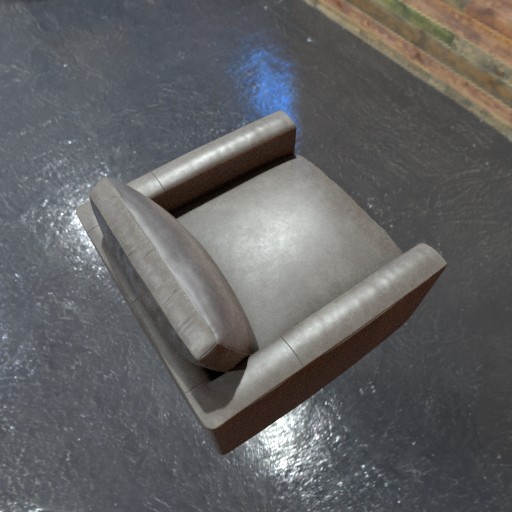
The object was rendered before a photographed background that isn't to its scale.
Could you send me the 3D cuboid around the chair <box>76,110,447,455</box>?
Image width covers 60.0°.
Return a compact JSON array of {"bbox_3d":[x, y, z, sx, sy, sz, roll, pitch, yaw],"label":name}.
[{"bbox_3d":[0.000,0.000,1.868,1.080,0.807,1.106,-31,63,-18],"label":"chair"}]
